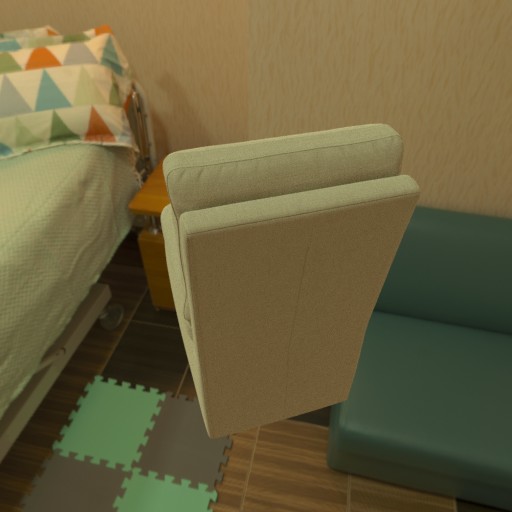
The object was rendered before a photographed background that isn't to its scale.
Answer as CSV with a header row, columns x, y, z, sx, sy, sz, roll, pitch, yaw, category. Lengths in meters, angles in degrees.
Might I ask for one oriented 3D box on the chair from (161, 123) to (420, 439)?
x,y,z,sx,sy,sz,roll,pitch,yaw,category
0.000,0.000,1.317,0.503,0.927,0.698,-11,42,-13,chair
